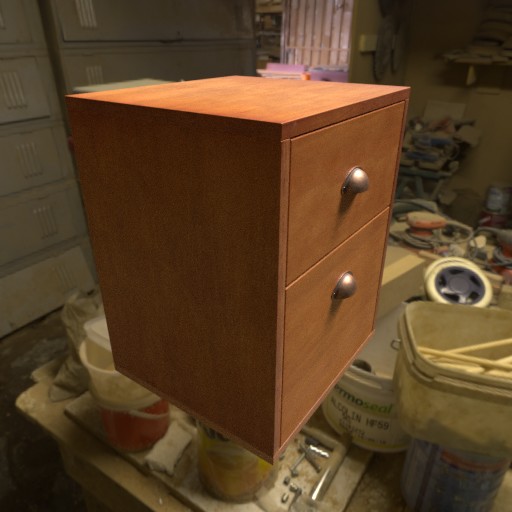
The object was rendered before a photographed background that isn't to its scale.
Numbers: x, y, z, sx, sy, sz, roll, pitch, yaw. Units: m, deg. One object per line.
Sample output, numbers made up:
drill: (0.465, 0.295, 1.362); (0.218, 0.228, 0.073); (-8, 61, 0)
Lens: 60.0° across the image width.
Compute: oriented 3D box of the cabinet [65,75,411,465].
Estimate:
cabinet: (0.000, 0.000, 0.827); (0.401, 0.579, 0.409); (18, 32, 31)
